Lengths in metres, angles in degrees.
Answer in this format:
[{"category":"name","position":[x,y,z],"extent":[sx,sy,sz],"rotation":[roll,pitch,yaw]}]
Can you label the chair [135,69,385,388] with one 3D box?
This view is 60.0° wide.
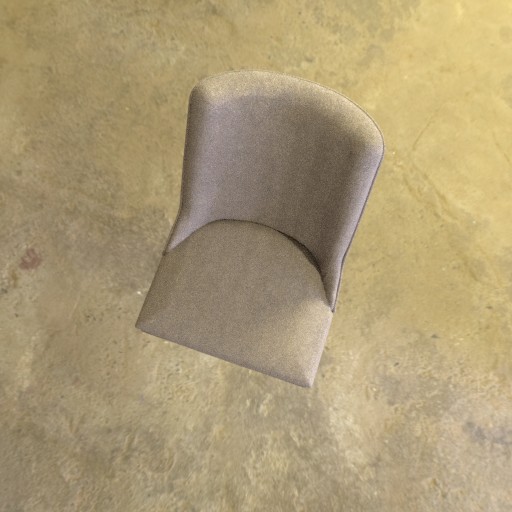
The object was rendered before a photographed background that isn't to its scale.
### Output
[{"category":"chair","position":[0.000,0.000,1.326],"extent":[0.548,0.916,0.636],"rotation":[18,78,4]}]
